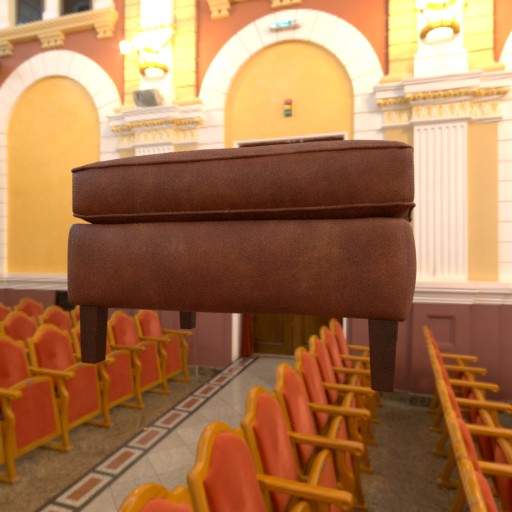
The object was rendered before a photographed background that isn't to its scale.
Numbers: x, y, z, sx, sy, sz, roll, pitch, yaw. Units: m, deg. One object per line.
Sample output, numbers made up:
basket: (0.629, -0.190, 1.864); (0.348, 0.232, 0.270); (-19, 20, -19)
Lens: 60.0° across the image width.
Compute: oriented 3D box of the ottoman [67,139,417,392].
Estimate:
ottoman: (0.000, 0.000, 0.986); (0.665, 0.418, 0.501); (0, 1, 19)
